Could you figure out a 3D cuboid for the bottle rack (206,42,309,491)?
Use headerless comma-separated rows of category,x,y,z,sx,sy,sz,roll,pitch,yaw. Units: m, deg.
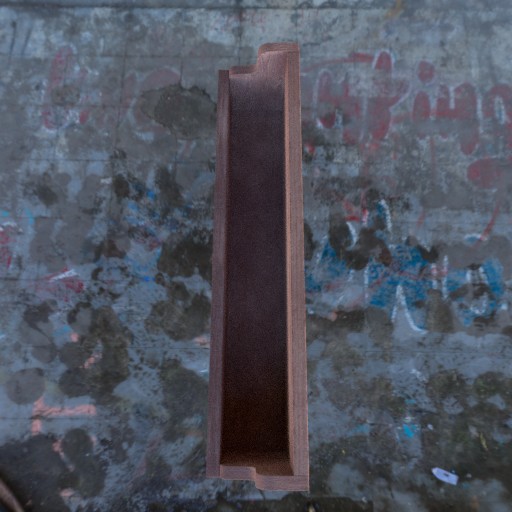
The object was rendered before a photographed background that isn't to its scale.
bottle rack,0.000,0.000,0.681,0.126,0.196,0.608,0,76,0
